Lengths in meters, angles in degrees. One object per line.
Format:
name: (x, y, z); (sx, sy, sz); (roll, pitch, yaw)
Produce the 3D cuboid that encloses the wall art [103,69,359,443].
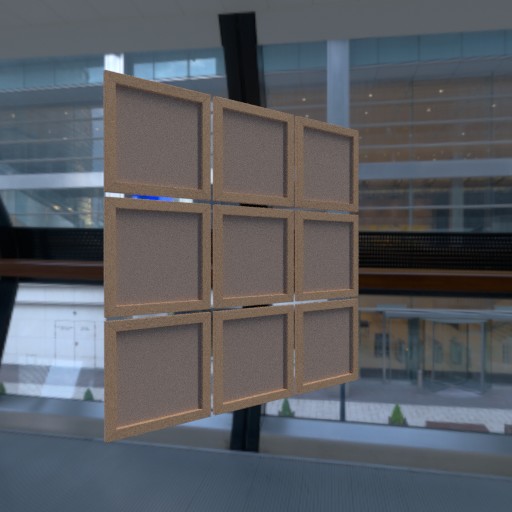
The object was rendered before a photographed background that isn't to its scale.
wall art: (0.000, 0.000, 1.355); (0.917, 0.910, 0.012); (0, 1, -36)
